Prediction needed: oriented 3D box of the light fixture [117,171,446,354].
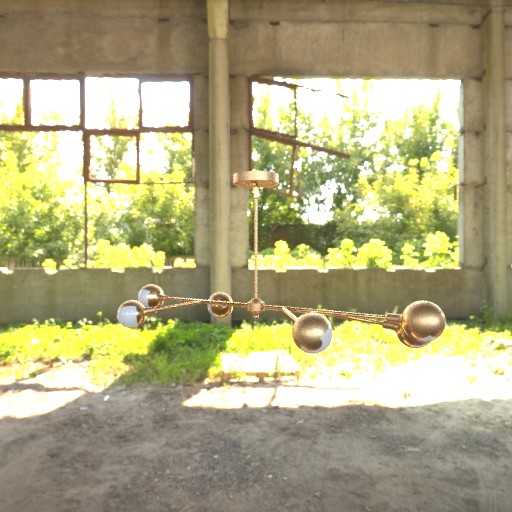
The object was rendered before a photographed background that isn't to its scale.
[{"bbox_3d":[0.000,0.000,0.991,0.434,0.362,0.778,0,0,-36],"label":"light fixture"}]
